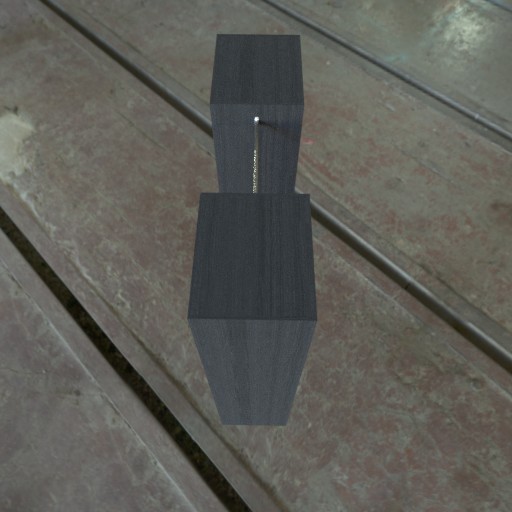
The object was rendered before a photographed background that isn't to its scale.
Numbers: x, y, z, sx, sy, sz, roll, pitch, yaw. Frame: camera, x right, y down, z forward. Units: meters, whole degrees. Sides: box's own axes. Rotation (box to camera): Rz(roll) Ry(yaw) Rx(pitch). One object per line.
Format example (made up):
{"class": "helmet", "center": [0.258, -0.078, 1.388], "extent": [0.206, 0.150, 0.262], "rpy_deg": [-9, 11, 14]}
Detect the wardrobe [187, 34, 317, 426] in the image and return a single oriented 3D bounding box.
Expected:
{"class": "wardrobe", "center": [0.000, 0.000, 2.946], "extent": [0.480, 2.000, 1.770], "rpy_deg": [1, 59, 0]}
